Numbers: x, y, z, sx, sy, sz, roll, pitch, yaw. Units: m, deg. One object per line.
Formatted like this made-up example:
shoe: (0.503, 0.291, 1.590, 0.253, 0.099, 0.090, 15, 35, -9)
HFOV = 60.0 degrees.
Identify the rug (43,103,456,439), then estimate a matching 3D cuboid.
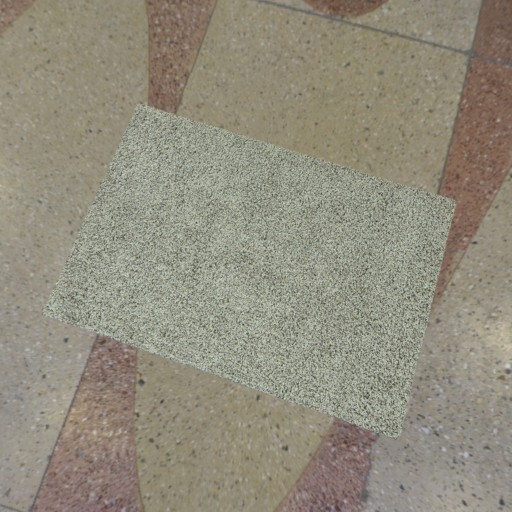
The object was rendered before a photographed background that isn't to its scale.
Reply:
rug: (0.000, 0.000, 2.219, 1.778, 0.030, 1.219, 18, 77, 5)
